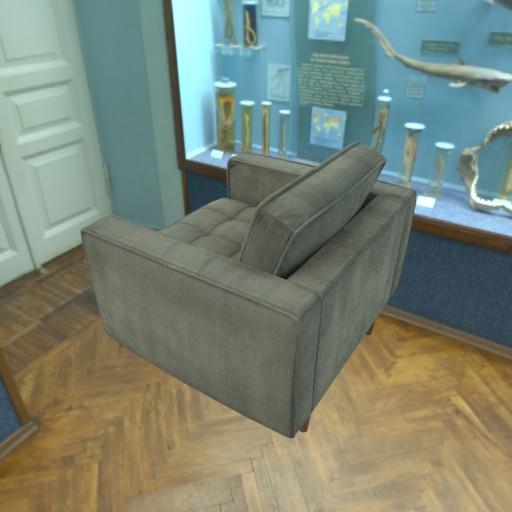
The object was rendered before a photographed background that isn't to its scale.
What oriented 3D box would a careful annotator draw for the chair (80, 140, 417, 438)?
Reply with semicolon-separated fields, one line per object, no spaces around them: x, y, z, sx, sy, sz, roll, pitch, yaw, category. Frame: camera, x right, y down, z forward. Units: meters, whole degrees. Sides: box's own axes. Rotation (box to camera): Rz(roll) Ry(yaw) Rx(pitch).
0.000;0.000;1.601;0.843;0.773;0.928;20;37;28;chair
